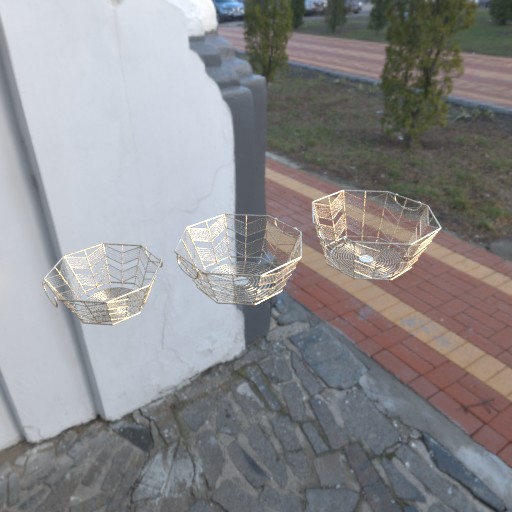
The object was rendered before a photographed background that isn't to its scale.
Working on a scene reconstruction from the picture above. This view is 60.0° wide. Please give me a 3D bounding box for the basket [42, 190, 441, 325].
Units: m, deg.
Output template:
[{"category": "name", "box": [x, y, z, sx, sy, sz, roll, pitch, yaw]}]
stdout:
[{"category": "basket", "box": [0.000, 0.000, 1.410, 1.246, 0.178, 0.432, -9, 32, -15]}]
